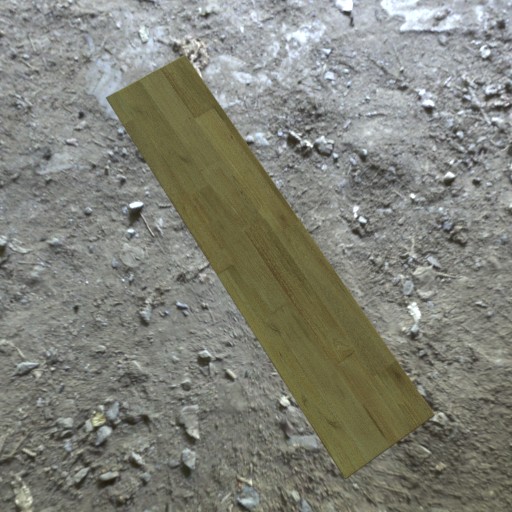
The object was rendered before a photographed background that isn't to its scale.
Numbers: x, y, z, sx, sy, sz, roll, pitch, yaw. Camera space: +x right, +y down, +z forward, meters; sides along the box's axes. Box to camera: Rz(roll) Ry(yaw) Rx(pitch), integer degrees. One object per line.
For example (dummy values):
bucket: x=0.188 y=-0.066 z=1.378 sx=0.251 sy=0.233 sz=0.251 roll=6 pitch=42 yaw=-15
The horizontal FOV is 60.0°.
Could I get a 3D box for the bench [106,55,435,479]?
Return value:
bench: x=0.000 y=0.000 z=1.875 sx=0.378 sy=0.431 sz=1.698 roll=-32 pitch=78 yaw=-7
